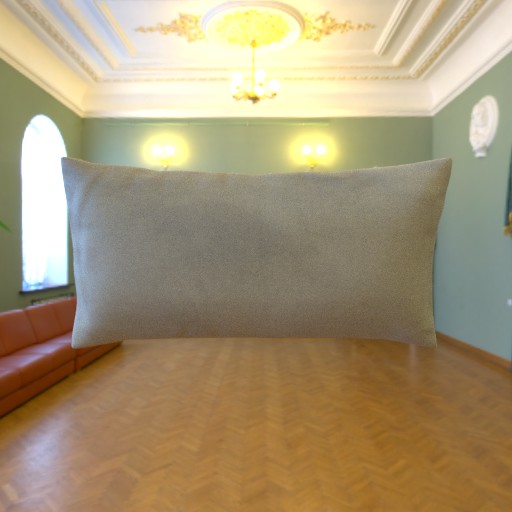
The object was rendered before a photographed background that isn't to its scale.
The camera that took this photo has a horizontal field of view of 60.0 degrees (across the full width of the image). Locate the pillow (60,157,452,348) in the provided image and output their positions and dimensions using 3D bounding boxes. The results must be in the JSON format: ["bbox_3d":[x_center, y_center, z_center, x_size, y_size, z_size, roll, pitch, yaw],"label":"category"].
[{"bbox_3d":[0.000,0.000,0.712,0.608,0.305,0.156,0,0,-1],"label":"pillow"}]
